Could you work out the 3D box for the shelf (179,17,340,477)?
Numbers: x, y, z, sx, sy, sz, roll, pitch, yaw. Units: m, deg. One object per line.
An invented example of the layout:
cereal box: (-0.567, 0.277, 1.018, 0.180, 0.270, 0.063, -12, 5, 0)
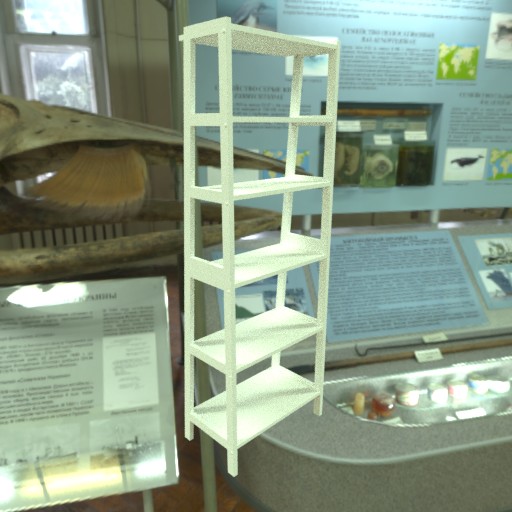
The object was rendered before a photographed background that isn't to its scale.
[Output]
shelf: (0.000, 0.000, 2.105, 0.660, 1.892, 0.381, -16, 23, -42)
